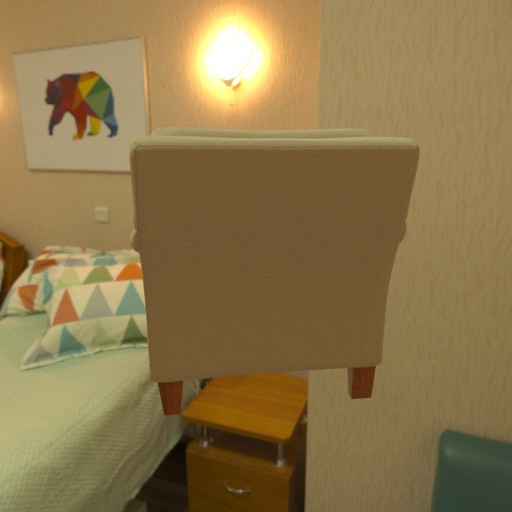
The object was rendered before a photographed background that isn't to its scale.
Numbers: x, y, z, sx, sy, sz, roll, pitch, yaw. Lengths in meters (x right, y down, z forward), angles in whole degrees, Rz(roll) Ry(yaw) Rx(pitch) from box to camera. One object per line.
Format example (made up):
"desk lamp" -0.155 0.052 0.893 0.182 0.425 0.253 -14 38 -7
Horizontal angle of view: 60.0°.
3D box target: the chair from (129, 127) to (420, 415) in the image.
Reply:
"chair" 0.000 0.000 1.909 0.955 1.038 1.070 -2 14 -9
